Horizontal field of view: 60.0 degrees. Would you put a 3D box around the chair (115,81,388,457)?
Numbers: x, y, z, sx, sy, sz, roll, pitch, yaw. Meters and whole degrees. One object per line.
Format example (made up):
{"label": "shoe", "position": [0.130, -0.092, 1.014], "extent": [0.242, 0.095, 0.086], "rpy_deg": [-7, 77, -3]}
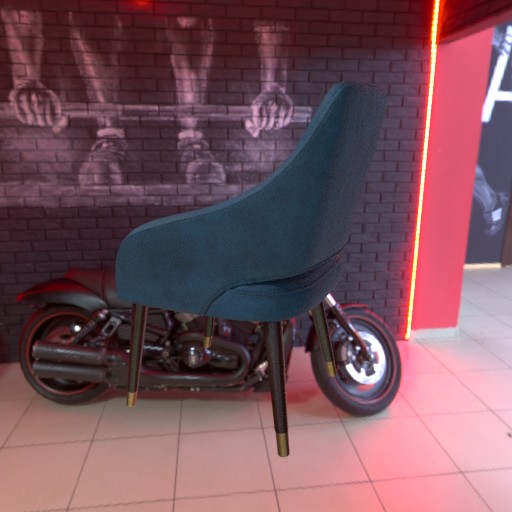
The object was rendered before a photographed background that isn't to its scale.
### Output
{"label": "chair", "position": [0.000, 0.000, 1.553], "extent": [0.794, 1.081, 0.683], "rpy_deg": [7, 16, 25]}
